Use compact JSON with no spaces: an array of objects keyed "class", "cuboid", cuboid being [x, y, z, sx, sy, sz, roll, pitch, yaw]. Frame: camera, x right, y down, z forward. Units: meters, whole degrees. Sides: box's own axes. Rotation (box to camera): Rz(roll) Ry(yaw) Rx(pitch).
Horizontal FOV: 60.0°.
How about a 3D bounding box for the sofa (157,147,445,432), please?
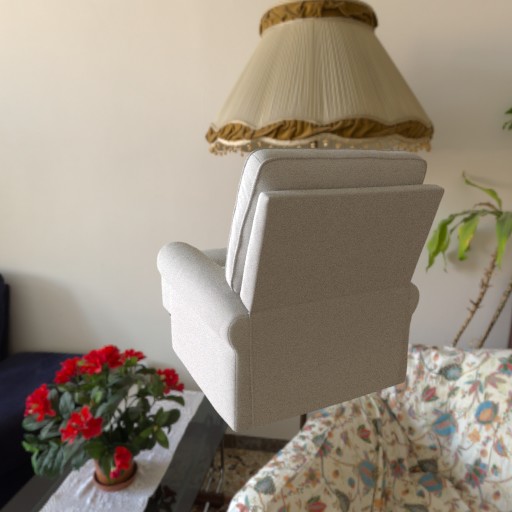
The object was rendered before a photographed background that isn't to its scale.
[{"class":"sofa","cuboid":[0.000,0.000,2.044,0.880,0.959,1.478,-6,15,-26]}]
